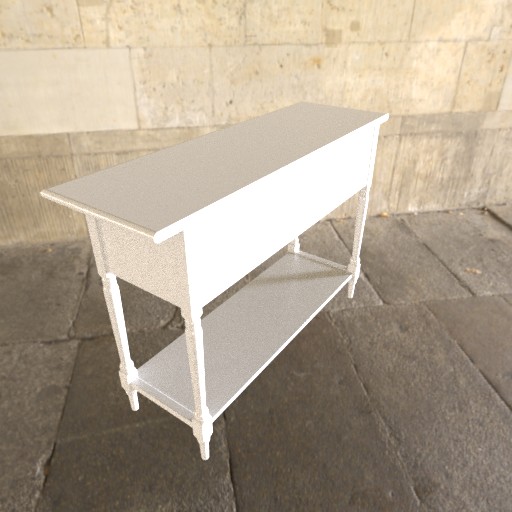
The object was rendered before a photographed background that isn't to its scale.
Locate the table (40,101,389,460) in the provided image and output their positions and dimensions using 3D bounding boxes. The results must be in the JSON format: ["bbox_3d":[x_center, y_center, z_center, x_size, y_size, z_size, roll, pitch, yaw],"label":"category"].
[{"bbox_3d":[0.000,0.000,1.560,0.384,0.808,1.197,20,36,30],"label":"table"}]
